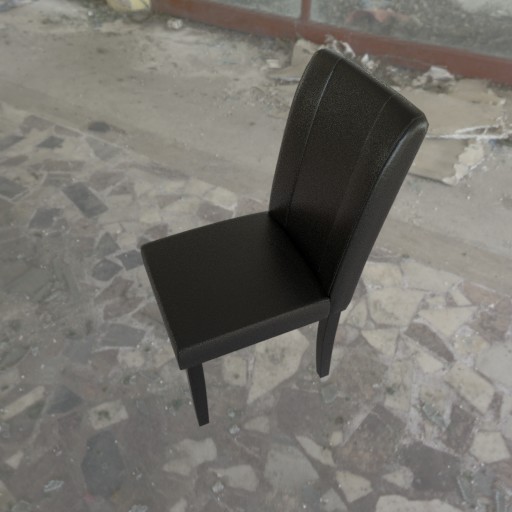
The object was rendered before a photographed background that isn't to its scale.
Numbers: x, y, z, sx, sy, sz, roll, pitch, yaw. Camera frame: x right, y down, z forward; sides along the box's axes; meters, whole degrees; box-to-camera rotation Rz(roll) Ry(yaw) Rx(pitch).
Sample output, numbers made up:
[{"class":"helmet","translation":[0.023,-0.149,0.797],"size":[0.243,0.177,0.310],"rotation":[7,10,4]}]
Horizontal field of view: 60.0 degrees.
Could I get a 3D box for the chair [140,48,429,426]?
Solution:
[{"class":"chair","translation":[0.000,0.000,1.187],"size":[0.556,0.897,0.399],"rotation":[-17,47,-16]}]
